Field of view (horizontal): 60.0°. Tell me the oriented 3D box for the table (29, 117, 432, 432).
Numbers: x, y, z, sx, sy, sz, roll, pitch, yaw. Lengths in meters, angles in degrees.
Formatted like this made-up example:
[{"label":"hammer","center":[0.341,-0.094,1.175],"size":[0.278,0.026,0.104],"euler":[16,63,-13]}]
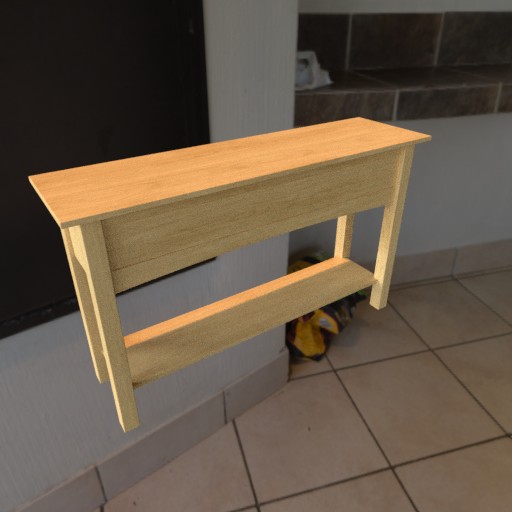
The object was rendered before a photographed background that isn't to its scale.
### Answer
[{"label":"table","center":[0.000,0.000,1.547],"size":[1.240,0.730,0.350],"euler":[-19,35,-29]}]
